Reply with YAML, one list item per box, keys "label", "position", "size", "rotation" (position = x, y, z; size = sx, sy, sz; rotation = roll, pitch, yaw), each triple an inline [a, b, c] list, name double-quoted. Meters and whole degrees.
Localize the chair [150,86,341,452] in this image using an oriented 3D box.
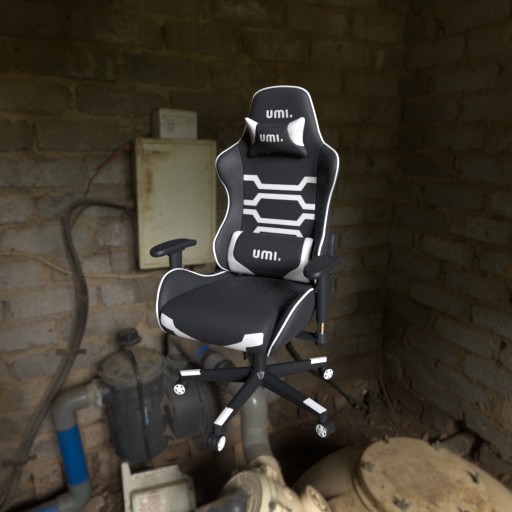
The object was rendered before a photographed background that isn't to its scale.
- label: "chair"
  position: [0.000, 0.000, 1.664]
  size: [0.700, 1.240, 0.700]
  rotation: [7, 16, 25]
